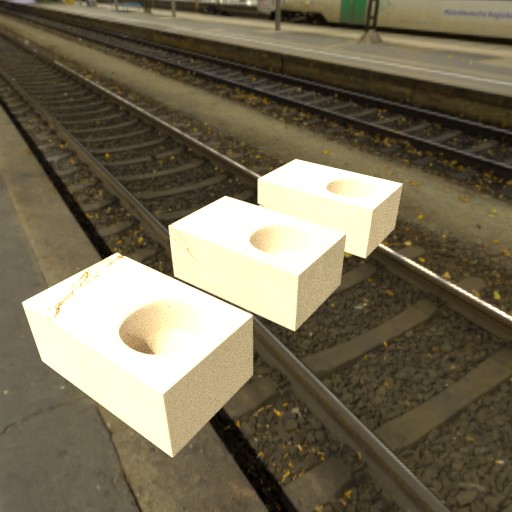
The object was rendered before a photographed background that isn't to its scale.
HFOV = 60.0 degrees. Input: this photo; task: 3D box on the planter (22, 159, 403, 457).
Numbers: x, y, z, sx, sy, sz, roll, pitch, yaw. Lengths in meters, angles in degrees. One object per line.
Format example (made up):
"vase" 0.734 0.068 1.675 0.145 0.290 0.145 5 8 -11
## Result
"planter" 0.000 0.000 0.378 0.127 0.051 0.333 21 37 30
